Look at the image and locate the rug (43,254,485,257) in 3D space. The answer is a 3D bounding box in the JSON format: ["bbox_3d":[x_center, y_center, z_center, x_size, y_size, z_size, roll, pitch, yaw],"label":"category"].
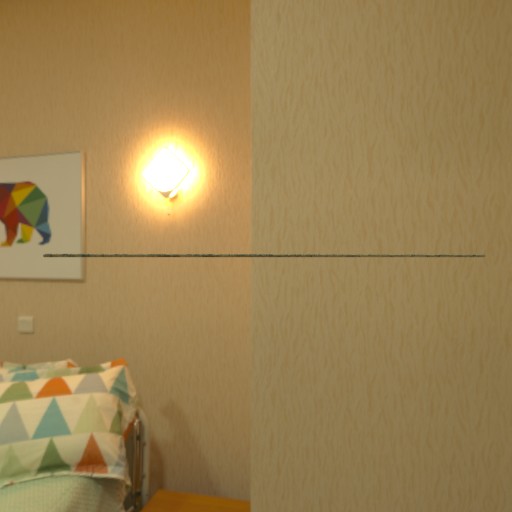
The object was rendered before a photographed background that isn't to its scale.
[{"bbox_3d":[0.000,0.000,3.044,2.439,0.015,1.524,0,0,-17],"label":"rug"}]
